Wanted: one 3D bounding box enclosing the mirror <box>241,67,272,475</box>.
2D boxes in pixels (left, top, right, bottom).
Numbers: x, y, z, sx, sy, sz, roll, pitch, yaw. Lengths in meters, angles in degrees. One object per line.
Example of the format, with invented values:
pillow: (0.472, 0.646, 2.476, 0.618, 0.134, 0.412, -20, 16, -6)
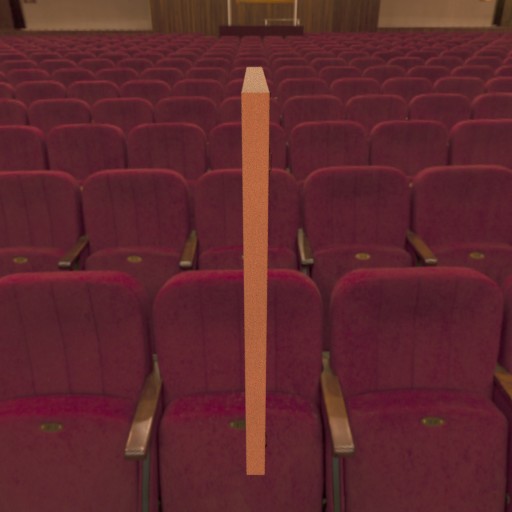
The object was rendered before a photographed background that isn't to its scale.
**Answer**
mirror: (0.000, 0.000, 0.942, 0.040, 0.710, 0.507, 0, 26, 0)
